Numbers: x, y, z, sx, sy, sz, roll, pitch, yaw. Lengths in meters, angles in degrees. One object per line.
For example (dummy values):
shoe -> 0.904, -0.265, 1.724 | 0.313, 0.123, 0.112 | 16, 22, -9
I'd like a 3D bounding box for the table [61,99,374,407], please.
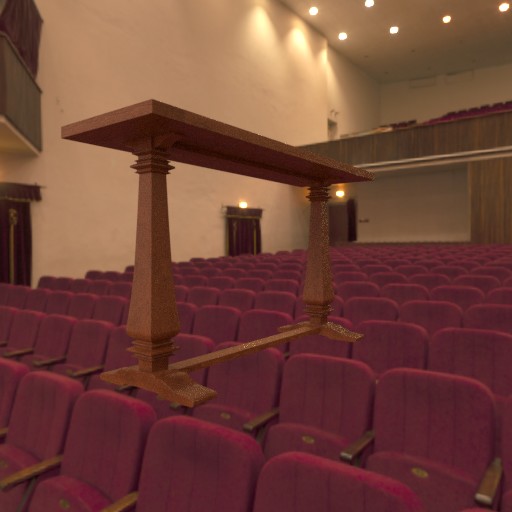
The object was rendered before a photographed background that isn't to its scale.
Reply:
table -> 0.000, 0.000, 1.887 | 0.461, 0.852, 1.478 | 1, 2, 37
